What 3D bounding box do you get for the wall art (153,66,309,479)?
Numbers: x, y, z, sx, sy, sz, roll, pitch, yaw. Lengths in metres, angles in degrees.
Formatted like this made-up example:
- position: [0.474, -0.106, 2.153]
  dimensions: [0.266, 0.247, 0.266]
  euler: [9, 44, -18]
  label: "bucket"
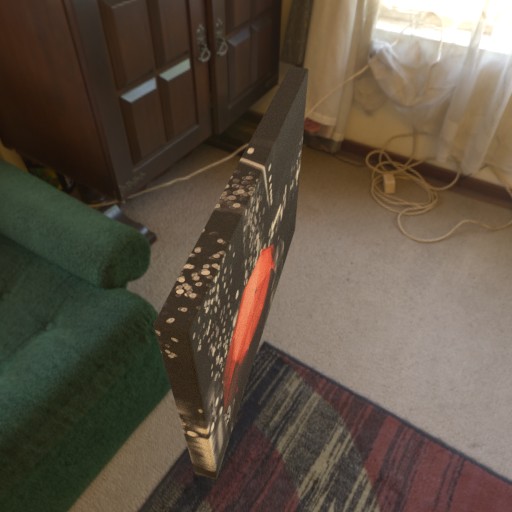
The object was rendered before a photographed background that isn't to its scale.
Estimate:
- position: [0.000, 0.000, 0.765]
  dimensions: [0.037, 0.406, 0.609]
  euler: [11, 47, 11]
  label: "wall art"
